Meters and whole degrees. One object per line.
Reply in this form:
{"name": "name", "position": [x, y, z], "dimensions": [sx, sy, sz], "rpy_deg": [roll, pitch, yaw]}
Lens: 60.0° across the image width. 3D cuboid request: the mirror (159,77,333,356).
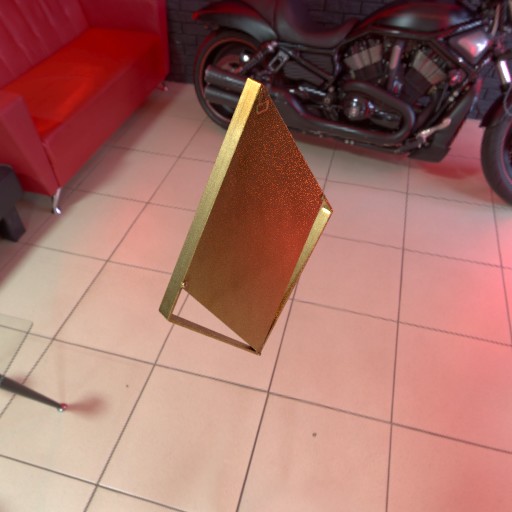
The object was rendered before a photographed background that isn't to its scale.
{"name": "mirror", "position": [0.000, 0.000, 0.842], "dimensions": [0.419, 0.679, 0.032], "rpy_deg": [-33, 54, -28]}
